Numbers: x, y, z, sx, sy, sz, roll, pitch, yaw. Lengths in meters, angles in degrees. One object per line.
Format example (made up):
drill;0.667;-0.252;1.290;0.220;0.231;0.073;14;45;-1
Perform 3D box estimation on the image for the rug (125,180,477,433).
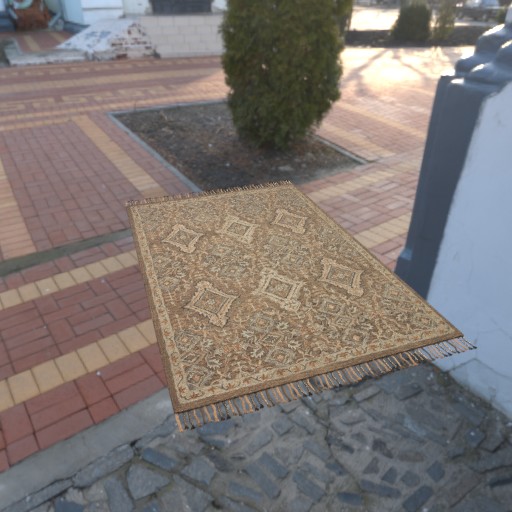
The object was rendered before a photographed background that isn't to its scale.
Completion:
rug;0.000;0.000;2.995;1.516;0.010;2.434;-10;32;-16
